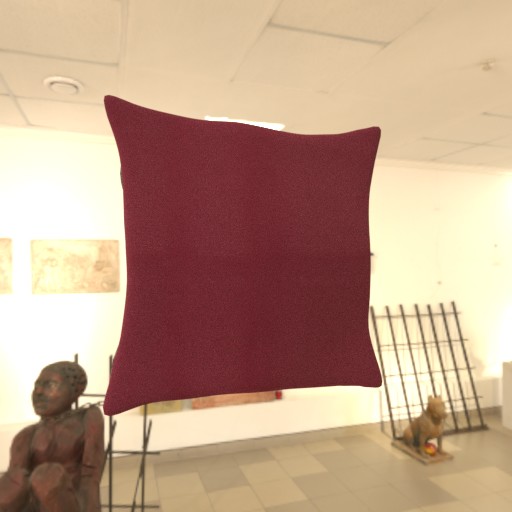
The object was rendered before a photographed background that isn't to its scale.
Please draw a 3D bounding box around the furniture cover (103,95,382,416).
[{"bbox_3d":[0.000,0.000,0.789,0.514,0.513,0.163,0,-1,-18],"label":"furniture cover"}]
